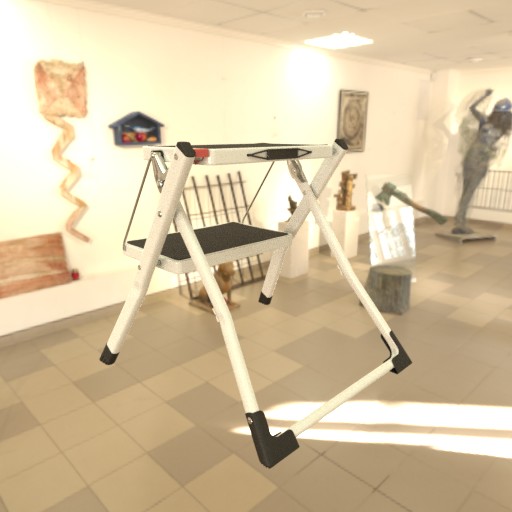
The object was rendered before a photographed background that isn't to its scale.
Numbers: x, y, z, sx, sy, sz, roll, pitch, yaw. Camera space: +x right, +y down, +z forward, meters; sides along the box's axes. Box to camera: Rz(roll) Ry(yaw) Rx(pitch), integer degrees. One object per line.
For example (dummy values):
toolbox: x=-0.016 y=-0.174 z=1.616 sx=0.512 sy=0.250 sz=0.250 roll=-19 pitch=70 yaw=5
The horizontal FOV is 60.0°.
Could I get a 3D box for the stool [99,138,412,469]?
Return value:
stool: x=0.000 y=0.000 z=0.875 sx=0.485 sy=0.445 sz=0.490 roll=-15 pitch=22 yaw=-42
